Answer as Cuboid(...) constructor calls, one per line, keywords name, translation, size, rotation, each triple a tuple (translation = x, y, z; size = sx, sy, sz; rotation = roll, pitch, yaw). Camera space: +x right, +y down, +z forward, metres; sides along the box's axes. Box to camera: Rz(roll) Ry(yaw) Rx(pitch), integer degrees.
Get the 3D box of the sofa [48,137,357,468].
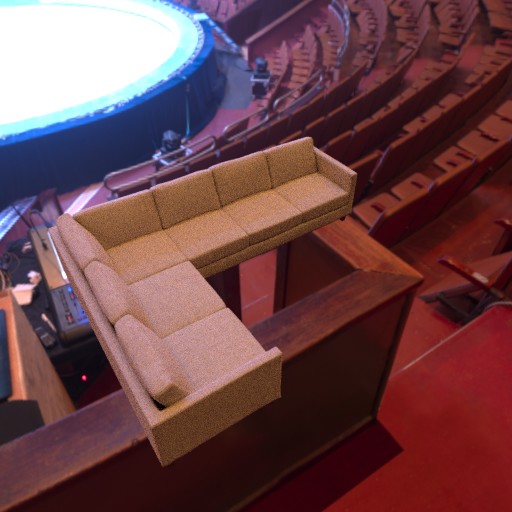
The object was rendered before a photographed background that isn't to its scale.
Cuboid(name="sofa", translation=(0.000, 0.000, 4.292), size=(3.182, 0.863, 2.432), rotation=(-24, 47, -25))
